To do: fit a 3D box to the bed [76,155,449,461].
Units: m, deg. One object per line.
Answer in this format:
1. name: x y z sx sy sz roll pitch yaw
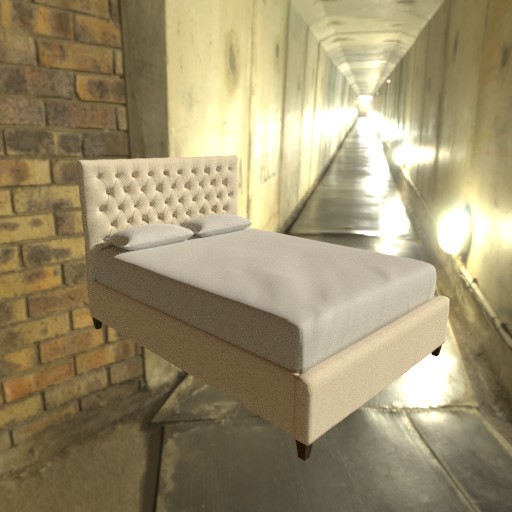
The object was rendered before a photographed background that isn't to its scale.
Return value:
1. bed: 0.000 0.000 3.426 2.387 1.427 1.698 14 21 43
